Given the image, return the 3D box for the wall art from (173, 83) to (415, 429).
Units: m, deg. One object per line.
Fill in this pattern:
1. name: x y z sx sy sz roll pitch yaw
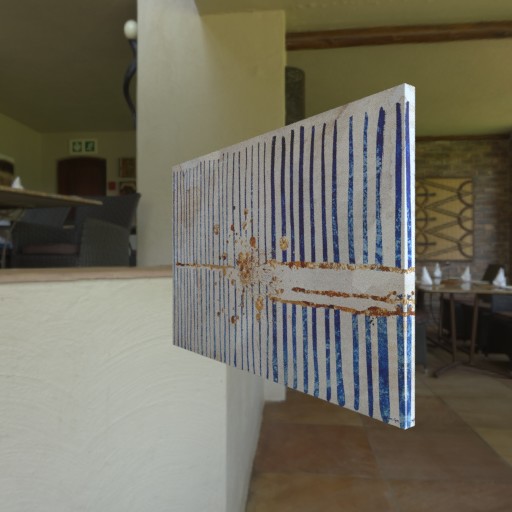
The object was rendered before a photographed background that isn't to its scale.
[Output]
1. wall art: 0.000 0.000 1.438 0.038 0.757 1.143 0 0 -37
